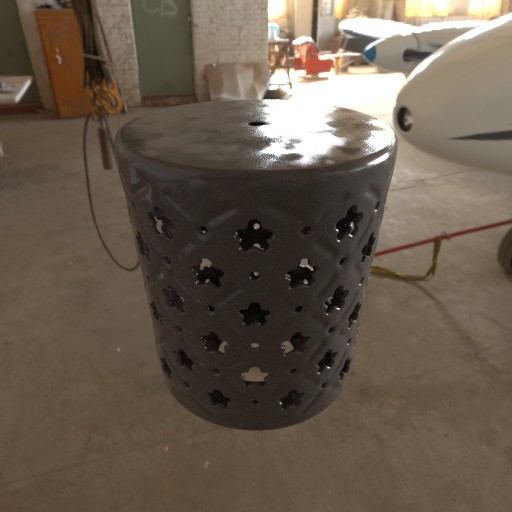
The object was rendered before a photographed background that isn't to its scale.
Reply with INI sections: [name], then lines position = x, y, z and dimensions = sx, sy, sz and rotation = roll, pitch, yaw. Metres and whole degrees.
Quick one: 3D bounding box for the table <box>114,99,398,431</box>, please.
[table]
position = 0.000, 0.000, 0.656
dimensions = 0.352, 0.387, 0.352
rotation = 0, 30, 0
